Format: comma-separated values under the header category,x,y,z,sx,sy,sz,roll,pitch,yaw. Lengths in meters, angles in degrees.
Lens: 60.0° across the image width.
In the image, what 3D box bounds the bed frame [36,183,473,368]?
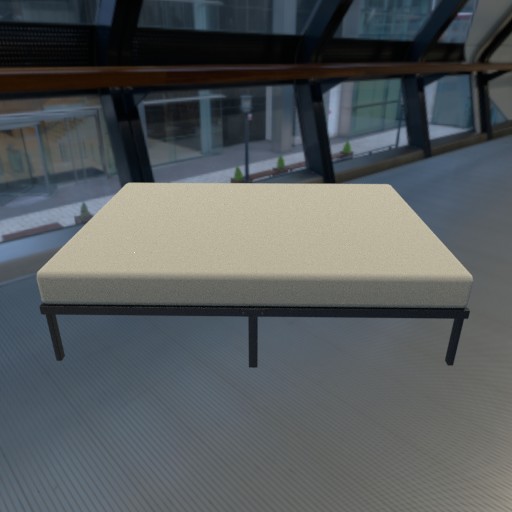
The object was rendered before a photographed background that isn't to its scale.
category,x,y,z,sx,sy,sz,roll,pitch,yaw
bed frame,0.000,0.000,3.639,2.635,0.680,1.990,0,25,1
